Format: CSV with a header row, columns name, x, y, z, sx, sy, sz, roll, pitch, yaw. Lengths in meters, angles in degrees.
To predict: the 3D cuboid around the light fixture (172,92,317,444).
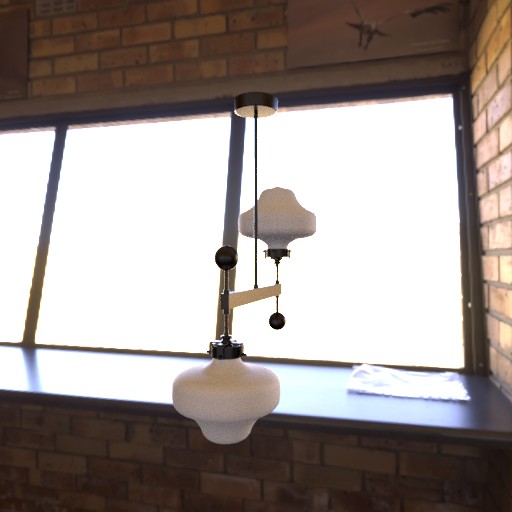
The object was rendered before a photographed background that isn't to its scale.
name,x,y,z,sx,sy,sz,roll,pitch,yaw
light fixture,0.000,0.000,1.052,0.422,0.743,0.489,0,0,-17
